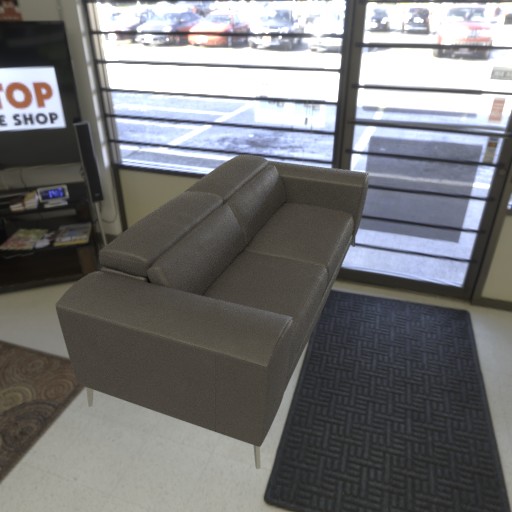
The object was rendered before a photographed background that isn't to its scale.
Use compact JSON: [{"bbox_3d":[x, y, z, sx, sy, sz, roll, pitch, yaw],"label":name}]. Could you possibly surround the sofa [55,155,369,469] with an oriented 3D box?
[{"bbox_3d":[0.000,0.000,2.857,1.048,0.814,2.330,11,32,19],"label":"sofa"}]
